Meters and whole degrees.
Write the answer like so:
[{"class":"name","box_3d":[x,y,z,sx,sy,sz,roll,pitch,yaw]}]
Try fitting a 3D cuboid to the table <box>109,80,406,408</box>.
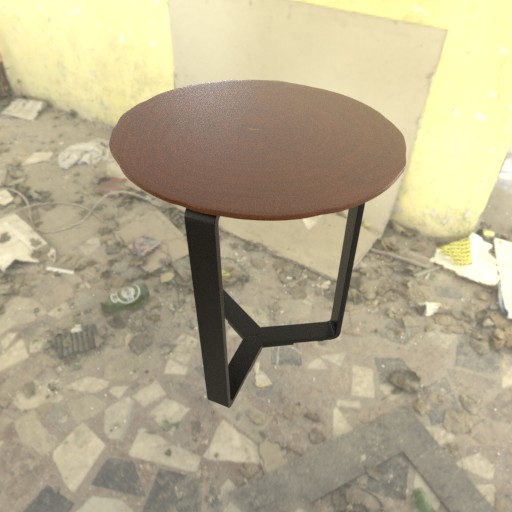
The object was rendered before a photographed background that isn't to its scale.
[{"class":"table","box_3d":[0.000,0.000,0.750,0.380,0.450,0.410,-26,47,-27]}]
